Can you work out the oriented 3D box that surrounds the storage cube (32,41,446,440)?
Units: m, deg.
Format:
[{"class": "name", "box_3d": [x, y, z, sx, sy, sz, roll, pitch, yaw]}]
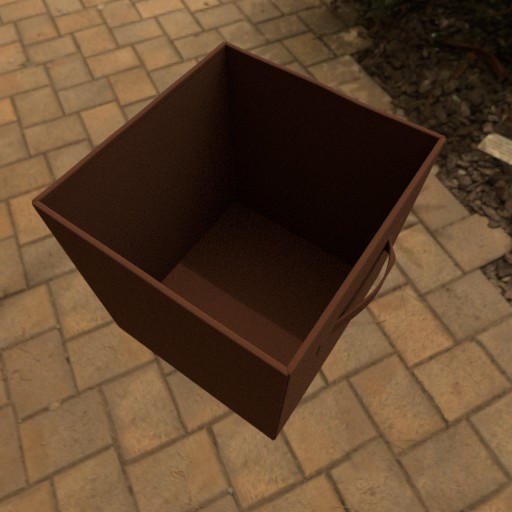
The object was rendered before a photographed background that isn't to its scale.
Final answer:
[{"class": "storage cube", "box_3d": [0.000, 0.000, 0.498, 0.270, 0.280, 0.270, 31, 64, 17]}]
